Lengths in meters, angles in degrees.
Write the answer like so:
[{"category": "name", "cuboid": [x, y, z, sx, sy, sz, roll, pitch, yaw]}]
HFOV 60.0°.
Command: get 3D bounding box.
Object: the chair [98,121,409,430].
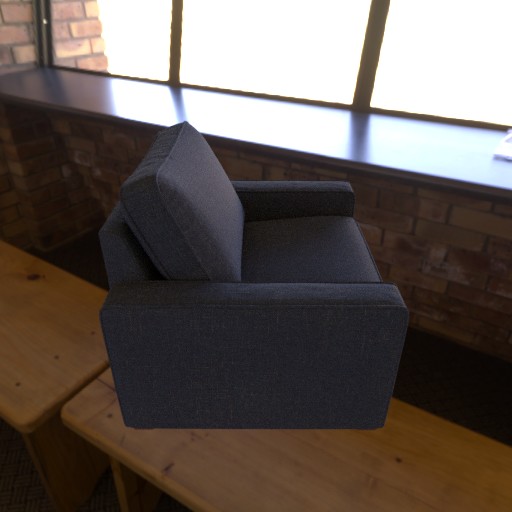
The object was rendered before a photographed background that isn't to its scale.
[{"category": "chair", "cuboid": [0.000, 0.000, 1.771, 0.940, 0.919, 1.017, 0, 32, 0]}]
